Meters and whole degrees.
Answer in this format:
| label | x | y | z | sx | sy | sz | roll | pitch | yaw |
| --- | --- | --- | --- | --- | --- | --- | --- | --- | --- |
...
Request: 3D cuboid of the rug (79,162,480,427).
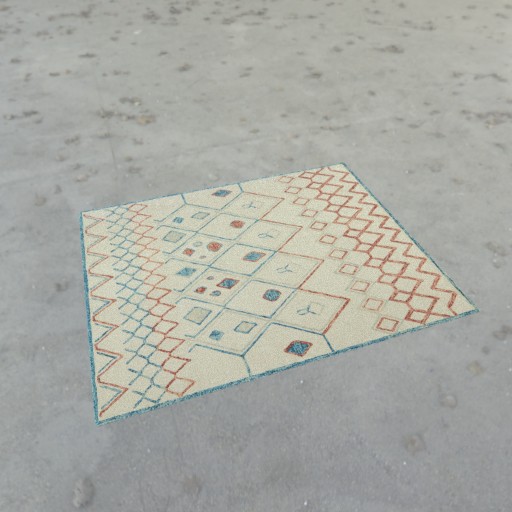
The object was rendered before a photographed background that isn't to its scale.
| label | x | y | z | sx | sy | sz | roll | pitch | yaw |
| --- | --- | --- | --- | --- | --- | --- | --- | --- | --- |
| rug | 0.000 | 0.000 | 4.103 | 3.050 | 0.016 | 2.441 | -13 | 44 | -14 |
